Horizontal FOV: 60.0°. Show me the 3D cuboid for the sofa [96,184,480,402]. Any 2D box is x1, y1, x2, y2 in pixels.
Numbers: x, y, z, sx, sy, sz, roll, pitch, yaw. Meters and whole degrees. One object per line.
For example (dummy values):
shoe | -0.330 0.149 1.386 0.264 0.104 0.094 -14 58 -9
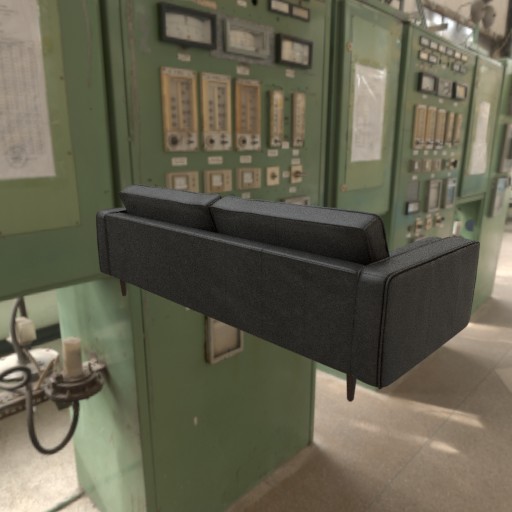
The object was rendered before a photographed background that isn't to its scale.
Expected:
sofa | 0.000 0.000 2.600 2.210 0.762 0.914 14 20 43
